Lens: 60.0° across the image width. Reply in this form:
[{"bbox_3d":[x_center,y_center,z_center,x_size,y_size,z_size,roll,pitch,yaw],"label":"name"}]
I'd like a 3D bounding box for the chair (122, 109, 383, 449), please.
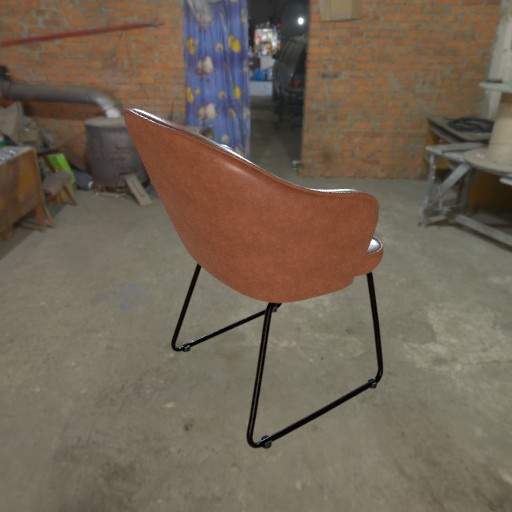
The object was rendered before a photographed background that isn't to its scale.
[{"bbox_3d":[0.000,0.000,1.181,0.580,0.785,0.582,-17,31,-31],"label":"chair"}]
